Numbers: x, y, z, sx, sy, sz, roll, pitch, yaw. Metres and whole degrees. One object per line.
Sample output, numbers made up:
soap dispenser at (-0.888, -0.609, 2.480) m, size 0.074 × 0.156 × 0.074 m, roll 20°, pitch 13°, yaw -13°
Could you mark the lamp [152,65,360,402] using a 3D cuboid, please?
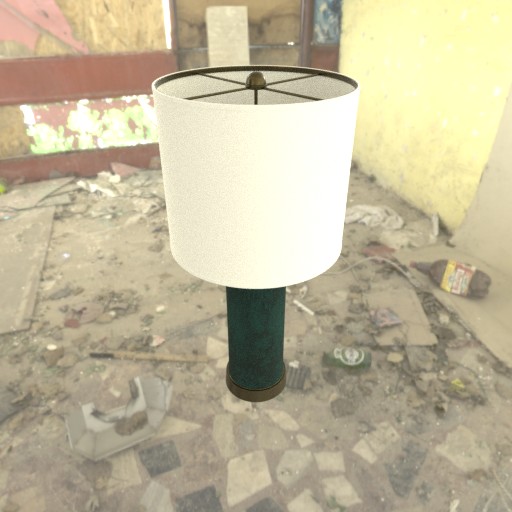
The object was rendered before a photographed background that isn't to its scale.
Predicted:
lamp at (0.000, 0.000, 0.809) m, size 0.301 × 0.630 × 0.301 m, roll 1°, pitch 32°, yaw 2°
